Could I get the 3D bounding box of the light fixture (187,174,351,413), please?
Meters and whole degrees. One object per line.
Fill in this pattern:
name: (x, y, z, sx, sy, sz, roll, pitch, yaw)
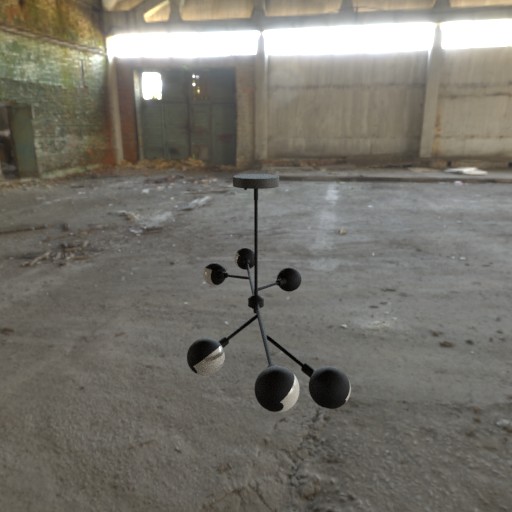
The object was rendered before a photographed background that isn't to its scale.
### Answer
light fixture: (0.000, 0.000, 1.017, 0.434, 0.362, 0.778, 3, 16, 10)
